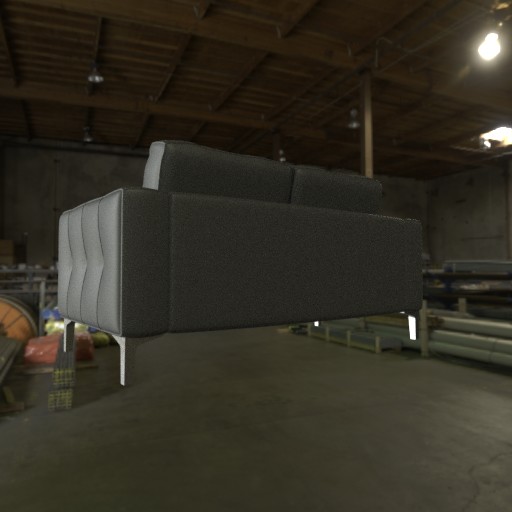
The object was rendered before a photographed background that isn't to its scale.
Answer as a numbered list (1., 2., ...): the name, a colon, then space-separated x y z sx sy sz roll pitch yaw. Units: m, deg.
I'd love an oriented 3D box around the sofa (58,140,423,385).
1. sofa: 0.000 0.000 2.250 1.726 0.893 0.833 1 -2 -37
